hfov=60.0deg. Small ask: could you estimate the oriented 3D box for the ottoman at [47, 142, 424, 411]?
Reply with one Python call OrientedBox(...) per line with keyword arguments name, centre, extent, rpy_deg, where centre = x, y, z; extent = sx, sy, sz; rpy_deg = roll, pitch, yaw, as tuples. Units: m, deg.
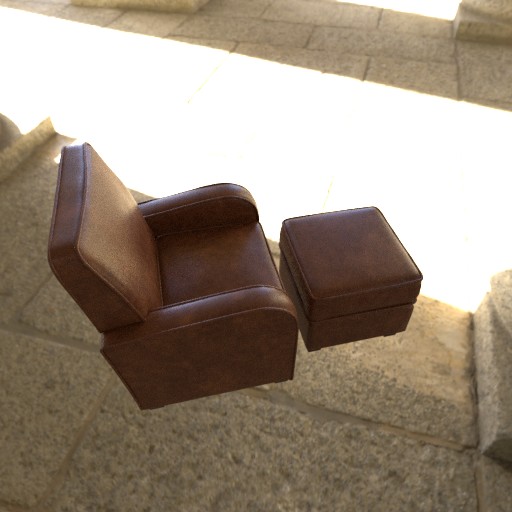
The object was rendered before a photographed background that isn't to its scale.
OrientedBox(name="ottoman", centre=(0.000, 0.000, 1.813), extent=(1.314, 0.904, 0.732), rpy_deg=(-9, 46, -9))
